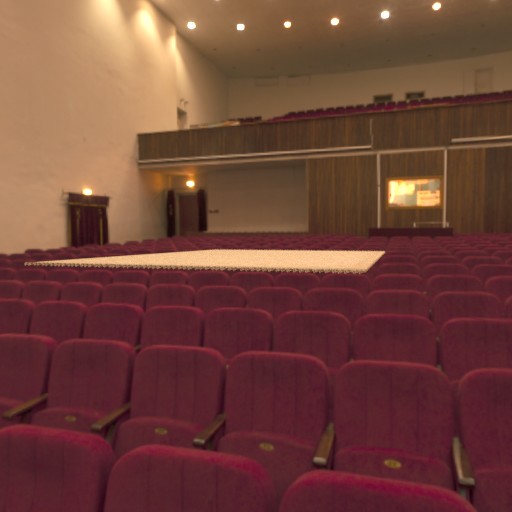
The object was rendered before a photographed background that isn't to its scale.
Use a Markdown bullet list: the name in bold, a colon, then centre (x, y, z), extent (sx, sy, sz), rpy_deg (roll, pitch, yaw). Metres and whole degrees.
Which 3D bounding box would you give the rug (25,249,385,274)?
- **rug**: centre (0.000, 0.000, 2.282), extent (1.223, 0.015, 1.771), rpy_deg (1, 3, 18)
